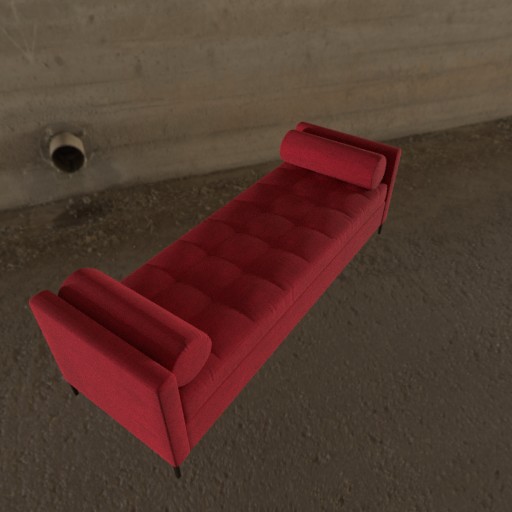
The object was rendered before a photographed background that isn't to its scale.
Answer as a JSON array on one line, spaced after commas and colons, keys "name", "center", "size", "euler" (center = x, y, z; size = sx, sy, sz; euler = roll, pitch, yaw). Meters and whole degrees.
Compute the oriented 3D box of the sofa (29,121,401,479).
[{"name": "sofa", "center": [0.000, 0.000, 2.298], "size": [0.686, 0.635, 1.981], "euler": [25, 46, 26]}]
